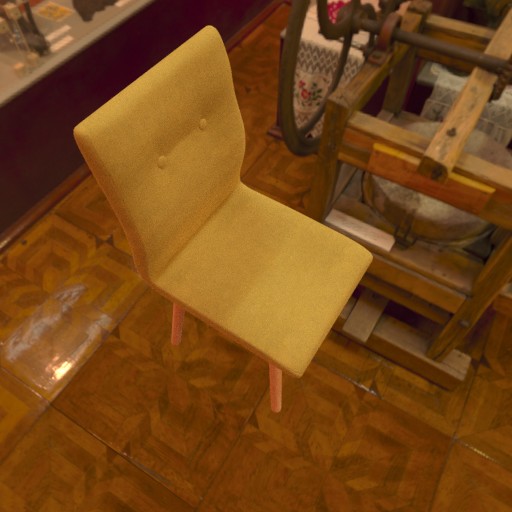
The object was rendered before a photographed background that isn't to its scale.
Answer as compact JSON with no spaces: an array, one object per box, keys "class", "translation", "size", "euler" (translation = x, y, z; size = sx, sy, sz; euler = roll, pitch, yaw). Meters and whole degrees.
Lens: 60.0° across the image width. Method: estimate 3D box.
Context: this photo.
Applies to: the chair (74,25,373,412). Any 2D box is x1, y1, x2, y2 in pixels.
[{"class":"chair","translation":[0.000,0.000,1.251],"size":[0.550,0.965,0.450],"euler":[29,61,18]}]
